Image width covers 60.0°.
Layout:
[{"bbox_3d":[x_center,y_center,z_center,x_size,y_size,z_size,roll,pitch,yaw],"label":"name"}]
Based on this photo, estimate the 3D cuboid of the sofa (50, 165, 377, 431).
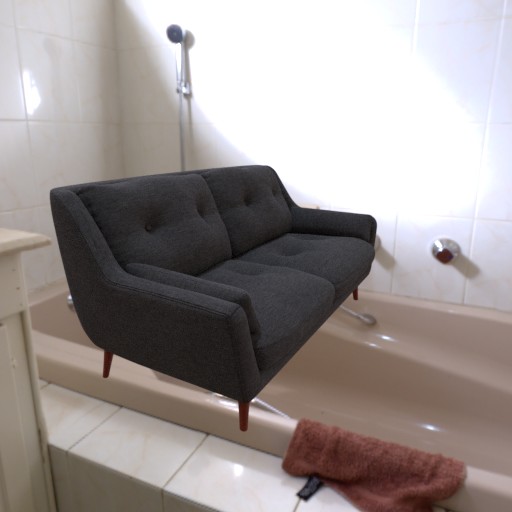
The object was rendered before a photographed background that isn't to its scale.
[{"bbox_3d":[0.000,0.000,2.397,0.975,0.896,1.929,8,17,27],"label":"sofa"}]
